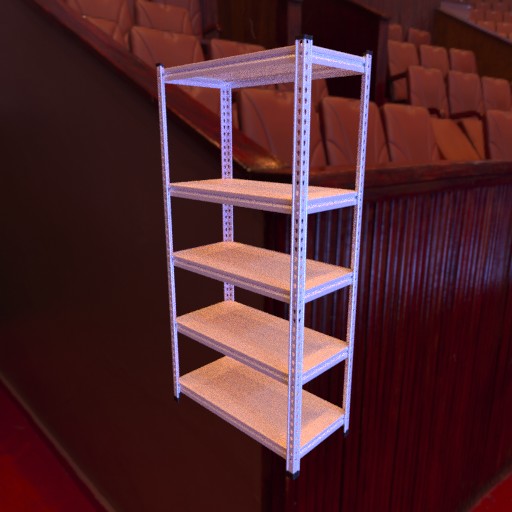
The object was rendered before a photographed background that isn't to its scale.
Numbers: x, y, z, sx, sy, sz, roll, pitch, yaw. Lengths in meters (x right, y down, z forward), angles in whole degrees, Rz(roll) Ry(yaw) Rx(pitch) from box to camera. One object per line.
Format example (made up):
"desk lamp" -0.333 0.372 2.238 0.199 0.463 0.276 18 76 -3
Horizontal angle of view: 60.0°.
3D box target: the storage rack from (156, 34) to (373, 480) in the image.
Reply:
"storage rack" 0.000 0.000 2.216 0.914 1.829 0.457 14 21 42
